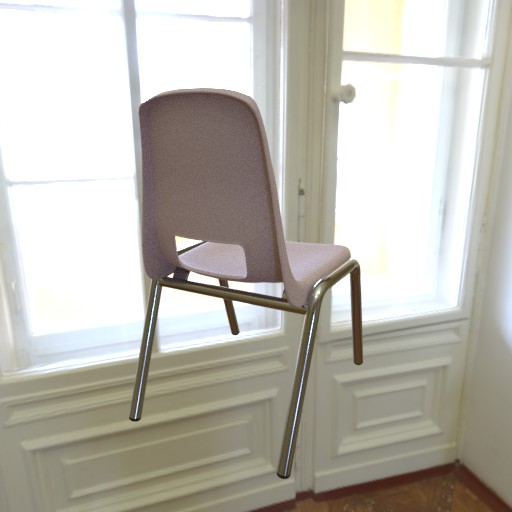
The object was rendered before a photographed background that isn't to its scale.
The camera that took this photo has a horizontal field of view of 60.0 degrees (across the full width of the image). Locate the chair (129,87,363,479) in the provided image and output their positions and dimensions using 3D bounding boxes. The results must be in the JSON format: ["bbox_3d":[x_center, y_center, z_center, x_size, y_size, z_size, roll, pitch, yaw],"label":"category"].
[{"bbox_3d":[0.000,0.000,0.860,0.354,0.586,0.423,8,18,26],"label":"chair"}]
